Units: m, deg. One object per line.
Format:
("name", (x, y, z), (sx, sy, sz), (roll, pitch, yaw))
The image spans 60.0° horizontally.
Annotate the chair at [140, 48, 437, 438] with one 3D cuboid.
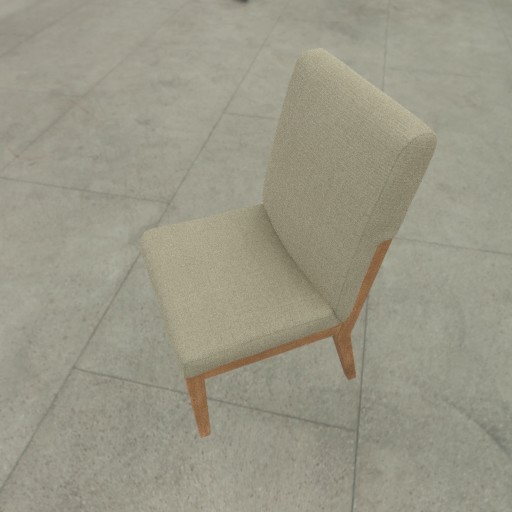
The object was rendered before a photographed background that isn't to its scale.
("chair", (0.000, 0.000, 1.243), (0.586, 0.911, 0.507), (-16, 48, -15))
